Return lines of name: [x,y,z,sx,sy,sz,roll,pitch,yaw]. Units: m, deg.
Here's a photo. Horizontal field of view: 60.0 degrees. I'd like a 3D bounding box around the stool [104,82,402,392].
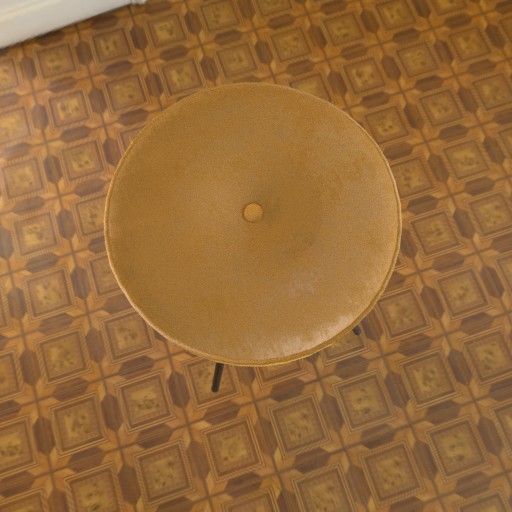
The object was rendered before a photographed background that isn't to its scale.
stool: [0.000,0.000,0.905,0.438,0.595,0.472,-18,77,-4]
